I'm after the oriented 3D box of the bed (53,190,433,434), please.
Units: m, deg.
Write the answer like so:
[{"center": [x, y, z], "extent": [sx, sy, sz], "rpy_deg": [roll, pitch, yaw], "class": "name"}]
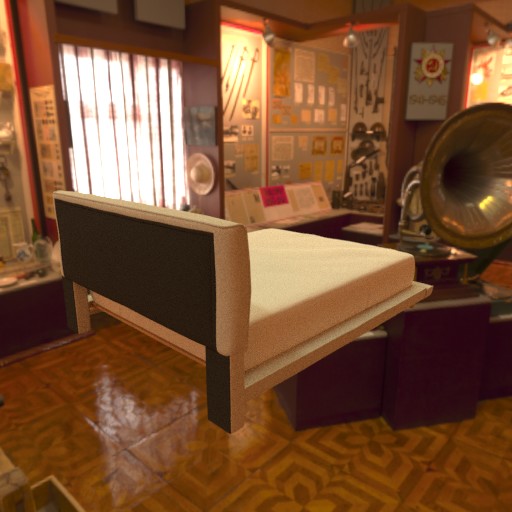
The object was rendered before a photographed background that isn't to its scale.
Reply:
[{"center": [0.000, 0.000, 3.638], "extent": [1.980, 1.126, 2.498], "rpy_deg": [14, 20, 42], "class": "bed"}]
